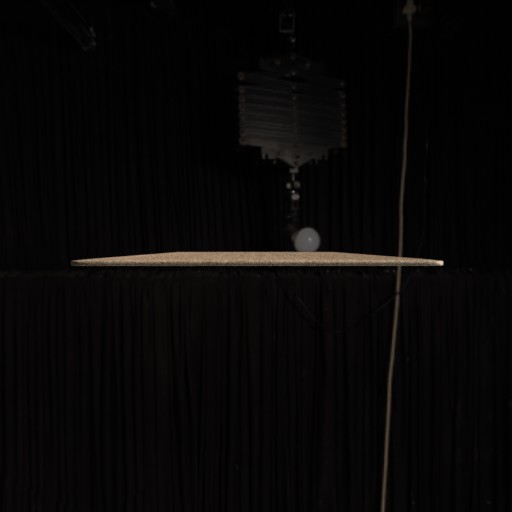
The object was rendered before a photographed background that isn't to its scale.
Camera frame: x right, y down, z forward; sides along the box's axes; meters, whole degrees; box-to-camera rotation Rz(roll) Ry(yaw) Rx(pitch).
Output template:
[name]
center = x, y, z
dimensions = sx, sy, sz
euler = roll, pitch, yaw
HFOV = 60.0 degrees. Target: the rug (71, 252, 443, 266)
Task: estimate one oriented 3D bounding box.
[rug]
center = 0.000, 0.000, 3.026
dimensions = 1.539, 0.024, 2.469
euler = 0, 1, 0
